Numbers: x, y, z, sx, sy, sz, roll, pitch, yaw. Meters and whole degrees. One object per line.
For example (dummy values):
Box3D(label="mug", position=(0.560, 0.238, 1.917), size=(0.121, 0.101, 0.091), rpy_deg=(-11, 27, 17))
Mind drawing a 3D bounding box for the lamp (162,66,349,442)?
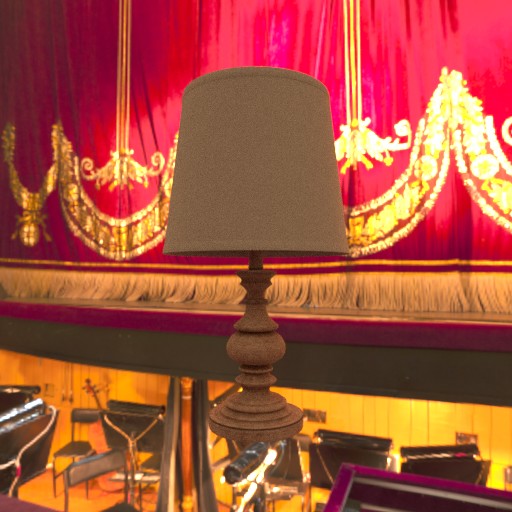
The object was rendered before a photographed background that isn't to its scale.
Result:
Box3D(label="lamp", position=(0.000, 0.000, 0.661), size=(0.273, 0.497, 0.273), rpy_deg=(0, -2, 0))
